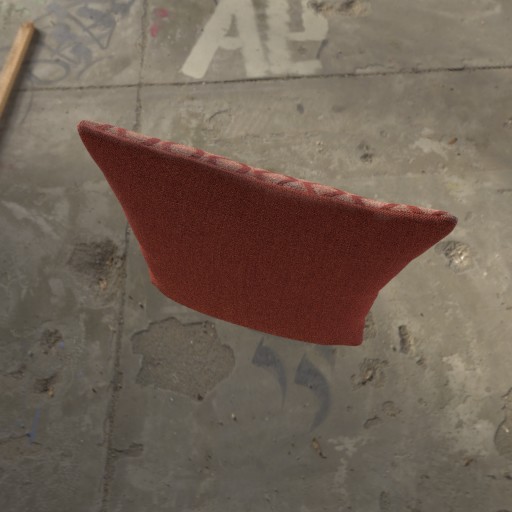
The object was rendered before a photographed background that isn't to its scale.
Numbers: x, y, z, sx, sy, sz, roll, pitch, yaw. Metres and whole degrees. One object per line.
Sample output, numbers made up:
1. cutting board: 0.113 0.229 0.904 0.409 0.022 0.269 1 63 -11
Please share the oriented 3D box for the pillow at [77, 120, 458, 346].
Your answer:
1. pillow: 0.000 0.000 0.664 0.429 0.434 0.159 15 63 8
